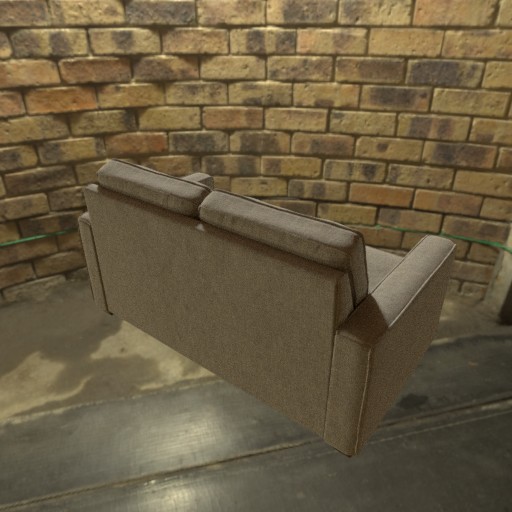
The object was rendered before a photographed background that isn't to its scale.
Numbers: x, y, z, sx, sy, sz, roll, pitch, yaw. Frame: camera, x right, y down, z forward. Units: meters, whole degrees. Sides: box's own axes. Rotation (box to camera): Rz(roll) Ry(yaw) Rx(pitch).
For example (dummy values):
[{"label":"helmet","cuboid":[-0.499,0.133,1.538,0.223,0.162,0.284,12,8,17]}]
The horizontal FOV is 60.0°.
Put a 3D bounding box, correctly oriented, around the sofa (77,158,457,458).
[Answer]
[{"label":"sofa","cuboid":[0.000,0.000,2.260,1.706,0.915,0.945,21,35,32]}]
